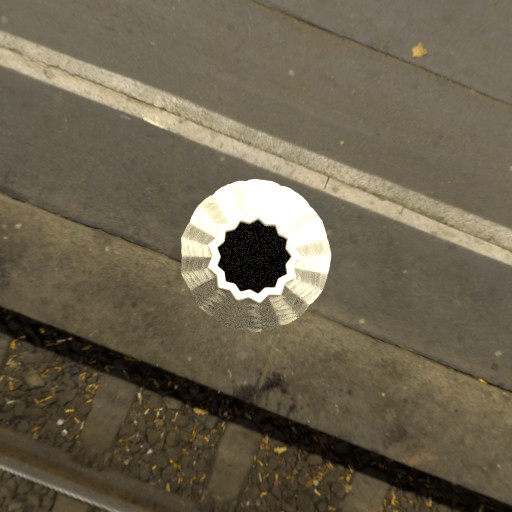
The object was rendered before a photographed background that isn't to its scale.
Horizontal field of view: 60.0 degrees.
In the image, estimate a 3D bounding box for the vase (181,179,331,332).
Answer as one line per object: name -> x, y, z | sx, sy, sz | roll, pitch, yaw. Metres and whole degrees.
vase -> 0.000, 0.000, 0.427 | 0.167, 0.328, 0.167 | 0, 90, 0
